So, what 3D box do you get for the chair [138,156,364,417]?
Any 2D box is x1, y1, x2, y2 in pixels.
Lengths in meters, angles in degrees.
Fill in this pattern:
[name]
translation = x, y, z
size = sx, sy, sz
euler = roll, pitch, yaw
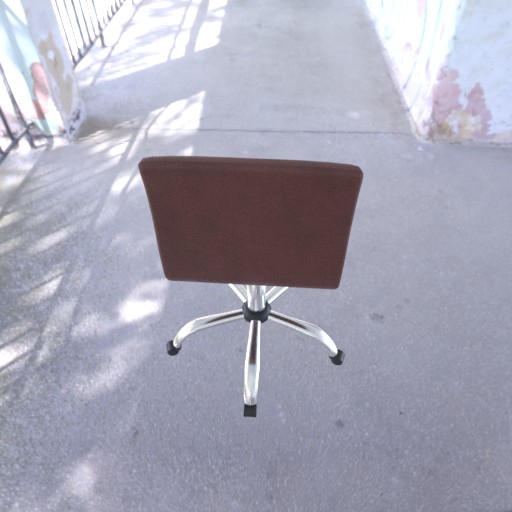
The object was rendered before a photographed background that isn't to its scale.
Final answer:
[chair]
translation = 0.000, 0.000, 1.142
size = 0.556, 0.780, 0.530
euler = 3, 47, 3
